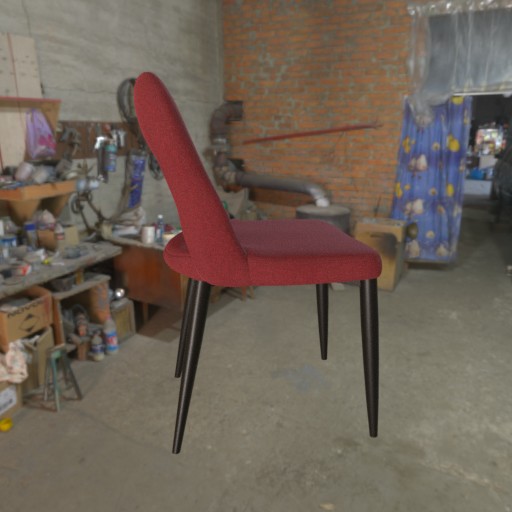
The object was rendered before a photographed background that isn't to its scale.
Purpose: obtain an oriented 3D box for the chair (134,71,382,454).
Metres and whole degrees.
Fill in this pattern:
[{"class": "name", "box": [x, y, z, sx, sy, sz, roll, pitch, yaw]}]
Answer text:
[{"class": "chair", "box": [0.000, 0.000, 1.187, 0.569, 0.892, 0.483, -2, 15, -9]}]
